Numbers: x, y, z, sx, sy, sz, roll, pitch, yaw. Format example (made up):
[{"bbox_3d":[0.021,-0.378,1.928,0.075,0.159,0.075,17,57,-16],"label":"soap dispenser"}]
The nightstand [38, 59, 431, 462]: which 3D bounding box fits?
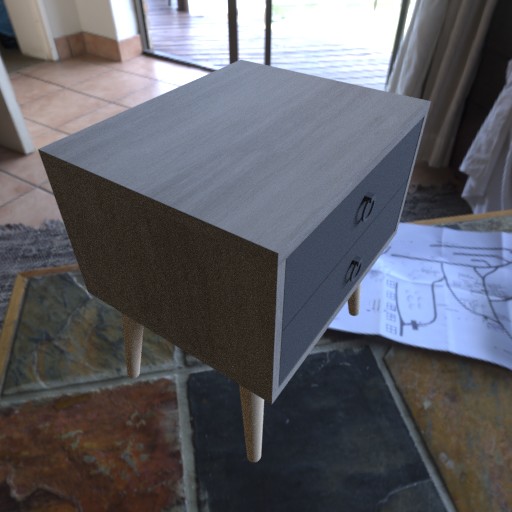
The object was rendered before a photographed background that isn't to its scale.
[{"bbox_3d":[0.000,0.000,0.799,0.380,0.500,0.450,24,46,25],"label":"nightstand"}]
